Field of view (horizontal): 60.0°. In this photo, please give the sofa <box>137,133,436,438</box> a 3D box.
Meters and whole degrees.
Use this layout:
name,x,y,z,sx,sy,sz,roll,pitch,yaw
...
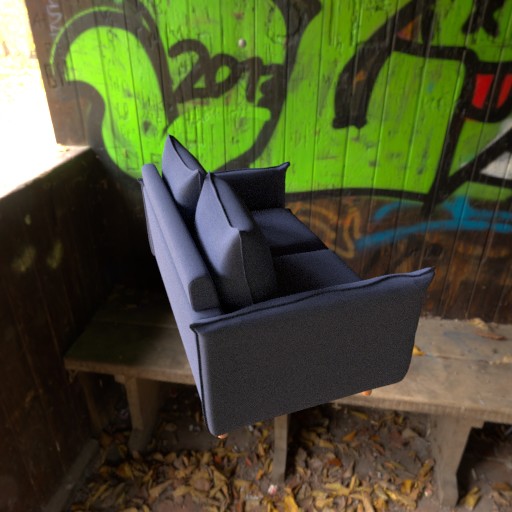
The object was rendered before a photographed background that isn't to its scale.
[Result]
name,x,y,z,sx,sy,sz,roll,pitch,yaw
sofa,0.000,0.000,1.914,0.820,0.840,1.300,-10,31,-17
